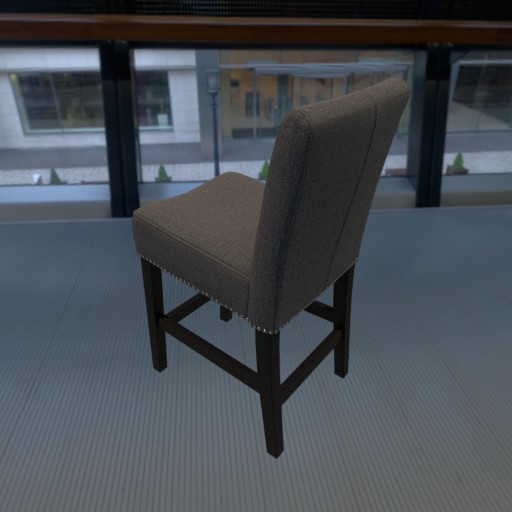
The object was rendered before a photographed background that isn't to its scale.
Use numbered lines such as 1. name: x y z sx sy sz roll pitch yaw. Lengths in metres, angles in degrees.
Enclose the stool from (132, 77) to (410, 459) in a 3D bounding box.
1. stool: 0.000 0.000 1.173 0.571 0.885 0.427 21 36 32
